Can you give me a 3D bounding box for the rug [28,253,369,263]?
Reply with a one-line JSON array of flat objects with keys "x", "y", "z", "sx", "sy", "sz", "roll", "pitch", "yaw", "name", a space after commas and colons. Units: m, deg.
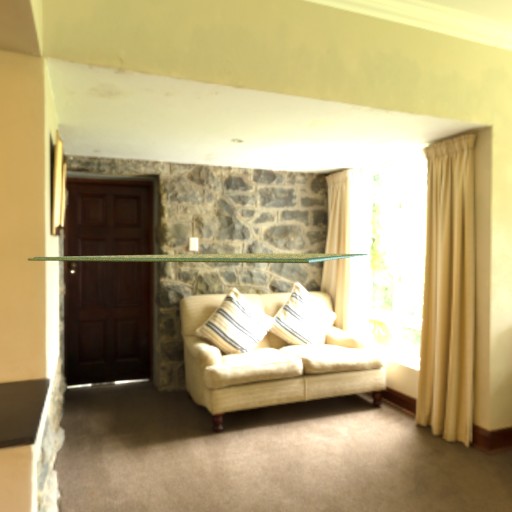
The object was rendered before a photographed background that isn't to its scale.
[{"x": 0.000, "y": 0.000, "z": 1.413, "sx": 0.604, "sy": 0.007, "sz": 1.219, "roll": 0, "pitch": 1, "yaw": 19, "name": "rug"}]
